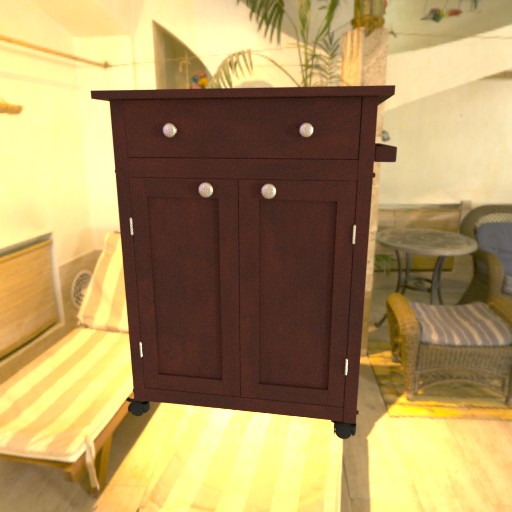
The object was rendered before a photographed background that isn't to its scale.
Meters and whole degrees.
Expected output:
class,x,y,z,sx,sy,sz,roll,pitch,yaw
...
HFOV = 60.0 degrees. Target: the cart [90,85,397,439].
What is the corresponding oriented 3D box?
class,x,y,z,sx,sy,sz,roll,pitch,yaw
cart,0.000,0.000,1.270,0.683,0.864,0.442,3,16,9
